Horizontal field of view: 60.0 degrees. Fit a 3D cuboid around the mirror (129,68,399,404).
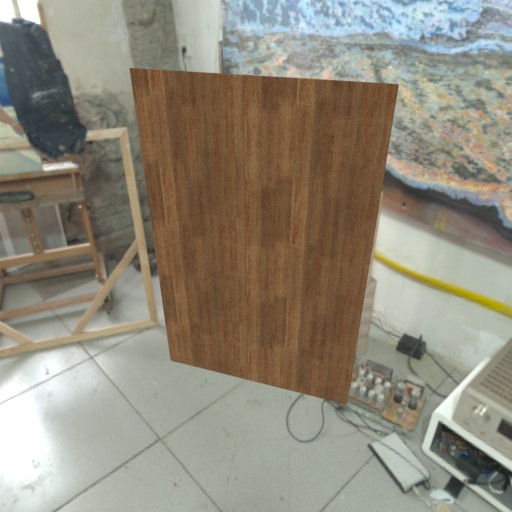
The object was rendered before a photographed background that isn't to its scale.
[{"bbox_3d":[0.000,0.000,1.308,0.651,1.010,0.047,10,33,15],"label":"mirror"}]
